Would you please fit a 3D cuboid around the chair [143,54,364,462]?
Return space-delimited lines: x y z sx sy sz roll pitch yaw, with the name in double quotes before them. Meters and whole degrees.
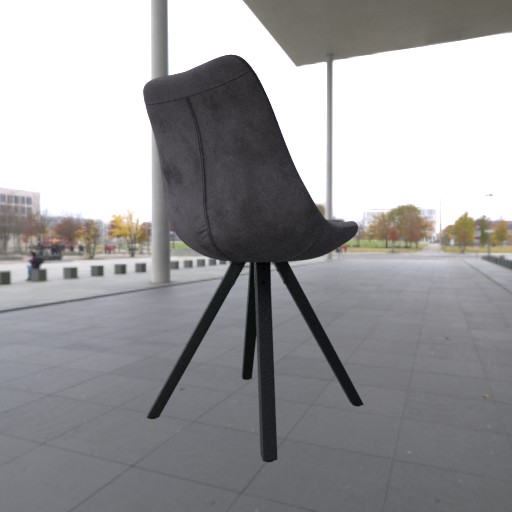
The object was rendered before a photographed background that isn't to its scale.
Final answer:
"chair" 0.000 0.000 1.204 0.485 0.850 0.550 1 2 37
